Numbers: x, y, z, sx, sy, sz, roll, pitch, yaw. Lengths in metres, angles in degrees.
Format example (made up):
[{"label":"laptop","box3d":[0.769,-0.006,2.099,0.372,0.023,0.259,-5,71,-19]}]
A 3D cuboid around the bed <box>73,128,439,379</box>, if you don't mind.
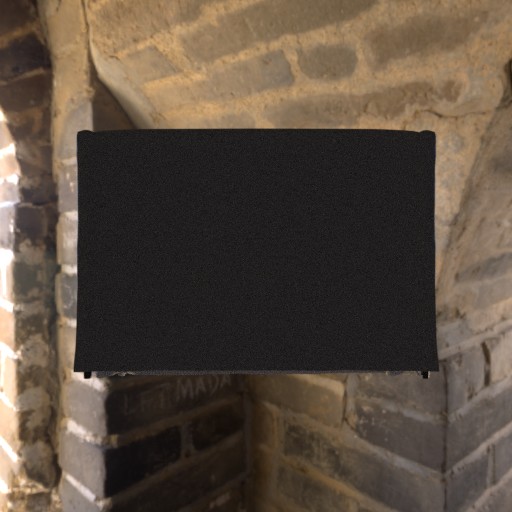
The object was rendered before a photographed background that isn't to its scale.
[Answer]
[{"label":"bed","box3d":[0.000,0.000,3.444,1.925,1.332,2.276,0,-1,0]}]
